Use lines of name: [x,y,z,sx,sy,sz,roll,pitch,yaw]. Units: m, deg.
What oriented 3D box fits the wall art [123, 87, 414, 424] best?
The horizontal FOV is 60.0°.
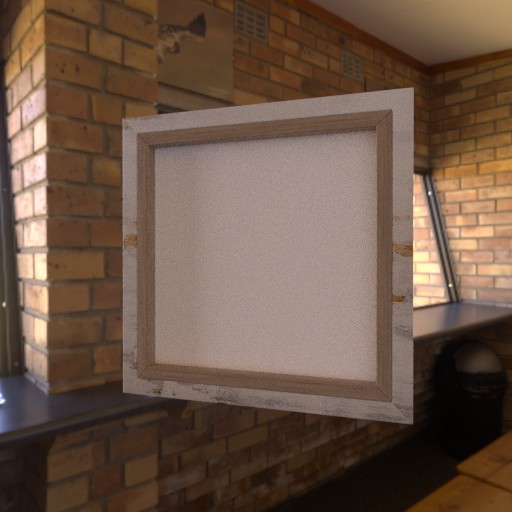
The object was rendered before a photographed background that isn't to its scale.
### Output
wall art: [0.000,0.000,0.915,0.611,0.613,0.040,0,0,18]
